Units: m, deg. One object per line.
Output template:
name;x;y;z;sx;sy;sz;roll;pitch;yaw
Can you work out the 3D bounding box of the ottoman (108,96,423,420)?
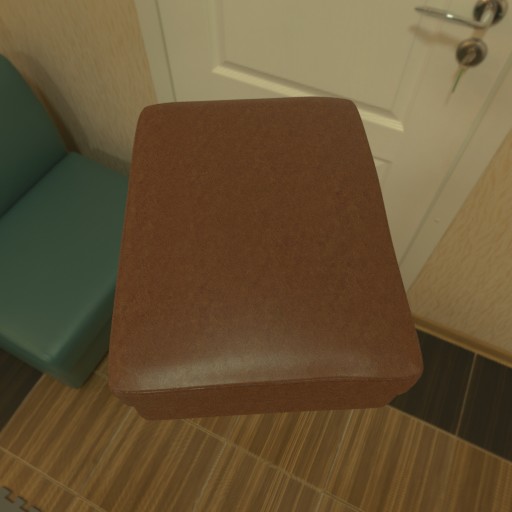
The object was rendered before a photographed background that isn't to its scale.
ottoman;0.000;0.000;1.248;0.650;0.485;0.851;-3;59;-2
